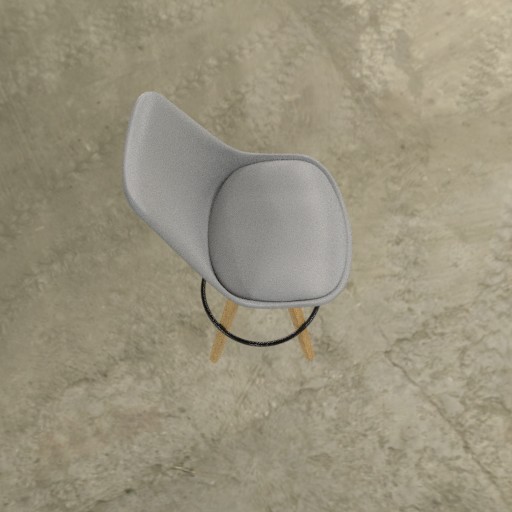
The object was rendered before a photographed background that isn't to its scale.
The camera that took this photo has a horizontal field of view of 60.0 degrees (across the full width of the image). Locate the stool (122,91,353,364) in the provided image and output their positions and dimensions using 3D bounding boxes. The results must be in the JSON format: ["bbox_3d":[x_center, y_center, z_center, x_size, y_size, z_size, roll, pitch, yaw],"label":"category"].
[{"bbox_3d":[0.000,0.000,1.407,0.550,1.115,0.485,-1,65,-1],"label":"stool"}]
